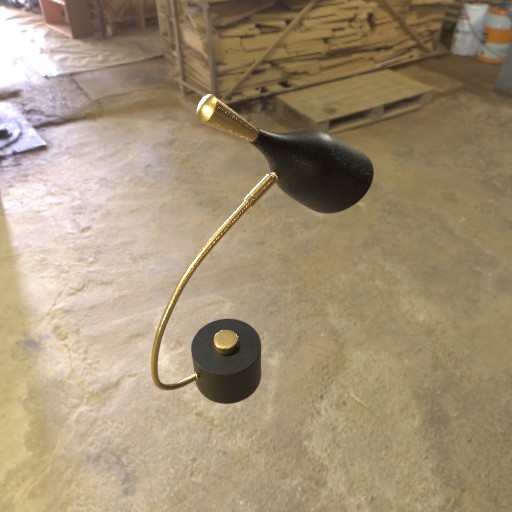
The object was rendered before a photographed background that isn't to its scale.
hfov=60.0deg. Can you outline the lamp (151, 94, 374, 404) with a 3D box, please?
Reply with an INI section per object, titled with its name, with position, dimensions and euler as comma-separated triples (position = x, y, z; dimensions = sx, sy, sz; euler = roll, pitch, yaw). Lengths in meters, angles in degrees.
[lamp]
position = 0.000, 0.000, 0.606
dimensions = 0.352, 0.464, 0.110
euler = -24, 46, -25
